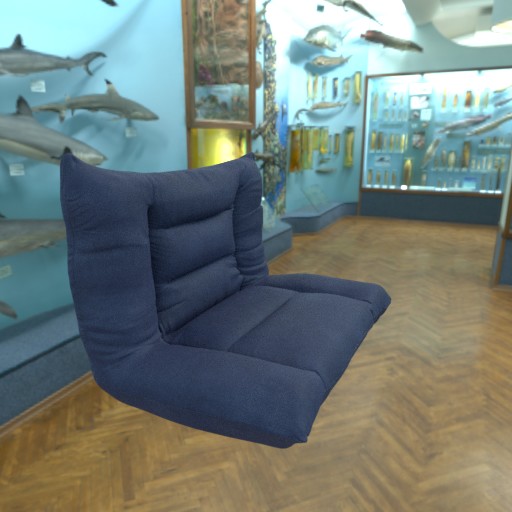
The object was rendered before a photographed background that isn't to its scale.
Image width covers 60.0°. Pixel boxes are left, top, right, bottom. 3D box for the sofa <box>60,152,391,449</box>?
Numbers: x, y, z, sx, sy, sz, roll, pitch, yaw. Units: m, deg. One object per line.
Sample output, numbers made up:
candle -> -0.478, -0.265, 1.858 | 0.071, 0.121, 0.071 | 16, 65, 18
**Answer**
sofa -> 0.000, 0.000, 1.664 | 0.849, 0.778, 1.122 | 8, 17, 26
